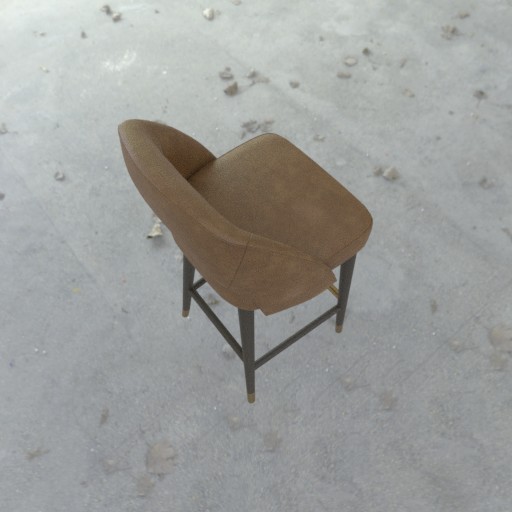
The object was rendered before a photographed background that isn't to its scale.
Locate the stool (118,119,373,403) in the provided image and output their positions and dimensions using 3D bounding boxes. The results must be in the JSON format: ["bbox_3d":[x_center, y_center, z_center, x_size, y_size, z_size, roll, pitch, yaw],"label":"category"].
[{"bbox_3d":[0.000,0.000,1.301,0.509,1.037,0.494,-34,64,-19],"label":"stool"}]
